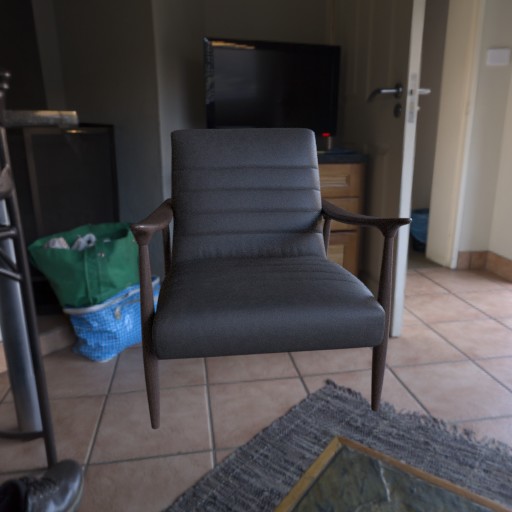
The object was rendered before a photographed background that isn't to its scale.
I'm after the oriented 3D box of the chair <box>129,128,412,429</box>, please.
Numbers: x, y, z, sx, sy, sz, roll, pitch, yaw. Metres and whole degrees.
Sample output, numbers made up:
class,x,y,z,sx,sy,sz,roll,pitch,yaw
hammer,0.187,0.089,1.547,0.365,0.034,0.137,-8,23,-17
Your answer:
class,x,y,z,sx,sy,sz,roll,pitch,yaw
chair,0.000,0.000,1.483,0.741,0.831,0.798,-2,16,-7
